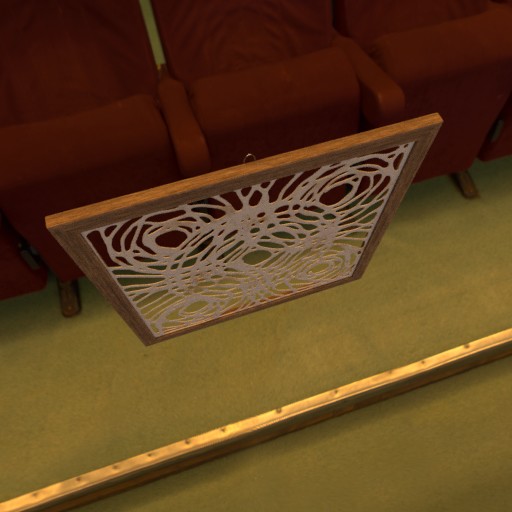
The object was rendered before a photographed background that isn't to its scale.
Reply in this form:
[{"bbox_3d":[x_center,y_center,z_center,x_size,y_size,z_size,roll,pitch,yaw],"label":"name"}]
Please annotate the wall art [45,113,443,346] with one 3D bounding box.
[{"bbox_3d":[0.000,0.000,0.843,0.561,0.576,0.021,-17,65,-8],"label":"wall art"}]
